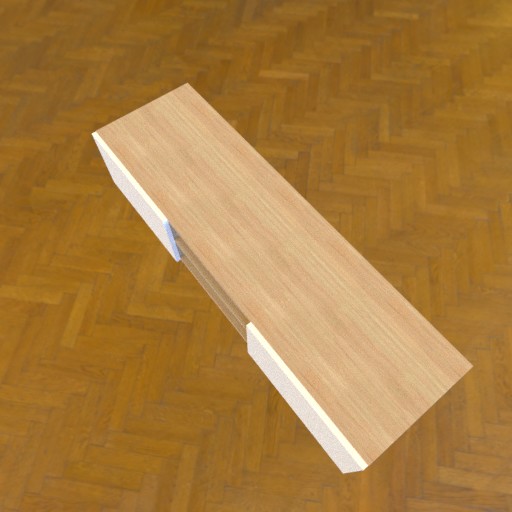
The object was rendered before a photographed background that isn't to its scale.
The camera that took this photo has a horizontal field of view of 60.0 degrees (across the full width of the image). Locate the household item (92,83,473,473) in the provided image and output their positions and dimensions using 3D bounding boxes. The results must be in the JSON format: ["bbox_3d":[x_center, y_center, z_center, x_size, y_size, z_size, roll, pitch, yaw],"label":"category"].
[{"bbox_3d":[0.000,0.000,1.549,0.420,0.310,1.400,-35,68,-17],"label":"household item"}]
